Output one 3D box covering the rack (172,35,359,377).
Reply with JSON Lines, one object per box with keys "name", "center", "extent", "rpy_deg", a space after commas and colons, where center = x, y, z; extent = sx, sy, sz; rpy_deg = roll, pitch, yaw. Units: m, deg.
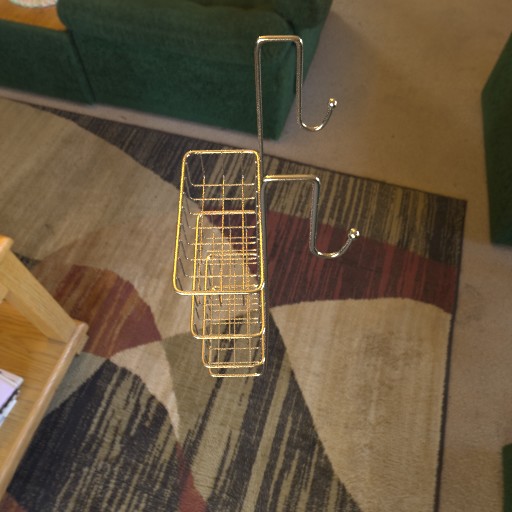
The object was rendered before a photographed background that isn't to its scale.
{"name": "rack", "center": [0.000, 0.000, 0.661], "extent": [0.202, 0.574, 0.228], "rpy_deg": [-1, 59, -1]}
